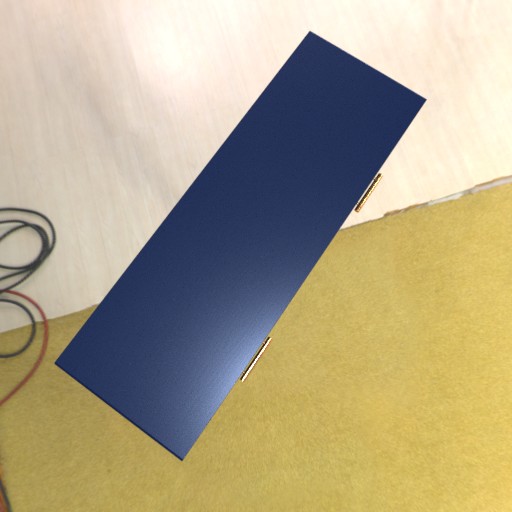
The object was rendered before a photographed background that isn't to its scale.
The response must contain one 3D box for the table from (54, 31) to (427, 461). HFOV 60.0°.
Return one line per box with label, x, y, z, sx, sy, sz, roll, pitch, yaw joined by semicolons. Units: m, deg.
table;0.000;0.000;1.492;0.399;0.749;1.118;34;80;7
